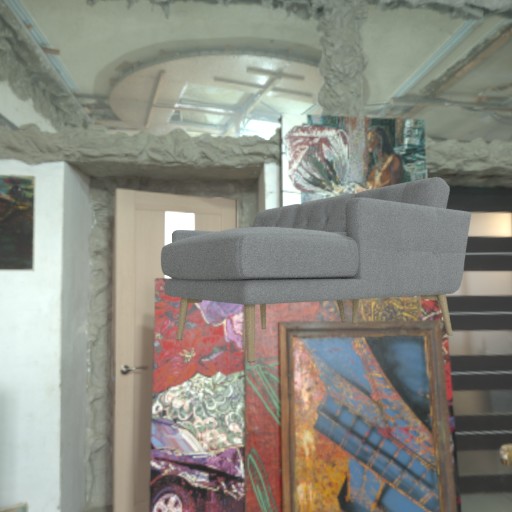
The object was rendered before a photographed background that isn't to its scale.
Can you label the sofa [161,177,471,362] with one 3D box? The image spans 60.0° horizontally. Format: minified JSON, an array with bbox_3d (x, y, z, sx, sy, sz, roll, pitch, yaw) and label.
[{"bbox_3d":[0.000,0.000,2.808,1.530,0.860,2.040,1,-2,-35],"label":"sofa"}]
